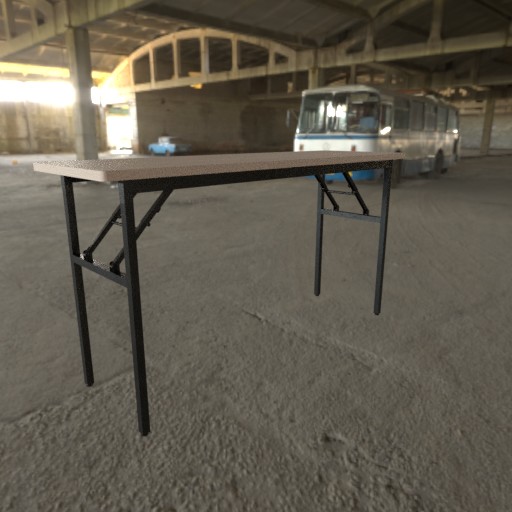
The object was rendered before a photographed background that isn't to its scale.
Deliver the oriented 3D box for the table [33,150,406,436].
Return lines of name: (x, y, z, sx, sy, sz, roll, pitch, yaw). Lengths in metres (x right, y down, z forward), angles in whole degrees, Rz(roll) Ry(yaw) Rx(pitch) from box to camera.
table: (0.000, 0.000, 1.713, 1.397, 0.750, 0.447, -15, 21, -42)
